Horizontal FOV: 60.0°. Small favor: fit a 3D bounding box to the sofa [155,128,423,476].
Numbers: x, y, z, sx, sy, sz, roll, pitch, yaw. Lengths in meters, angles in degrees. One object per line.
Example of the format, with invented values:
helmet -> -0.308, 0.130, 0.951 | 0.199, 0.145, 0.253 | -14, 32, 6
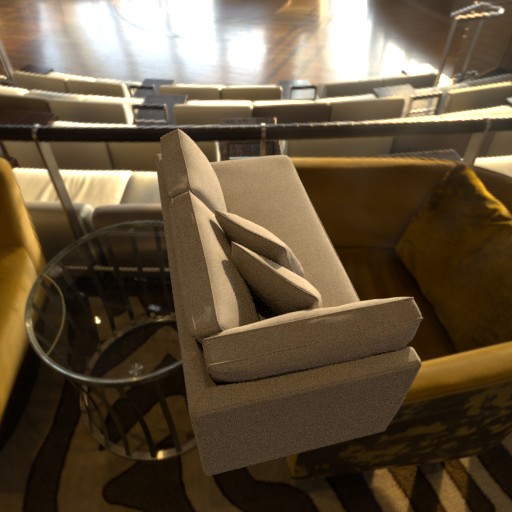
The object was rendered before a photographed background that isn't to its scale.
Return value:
sofa -> 0.000, 0.000, 2.878 | 1.110, 1.019, 2.238 | -10, 47, -9
